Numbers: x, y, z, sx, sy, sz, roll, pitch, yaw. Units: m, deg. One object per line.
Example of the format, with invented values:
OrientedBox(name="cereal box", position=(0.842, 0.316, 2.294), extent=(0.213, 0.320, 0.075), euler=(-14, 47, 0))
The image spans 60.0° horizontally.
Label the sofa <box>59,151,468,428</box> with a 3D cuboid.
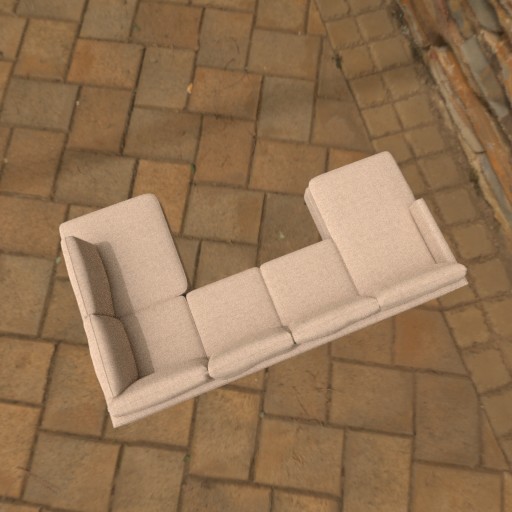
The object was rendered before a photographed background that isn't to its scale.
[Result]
OrientedBox(name="sofa", position=(0.000, 0.000, 4.321), extent=(3.423, 0.996, 2.021), euler=(-21, 75, -6))
